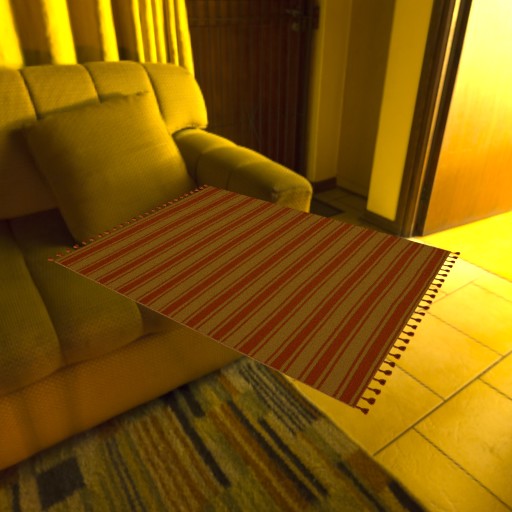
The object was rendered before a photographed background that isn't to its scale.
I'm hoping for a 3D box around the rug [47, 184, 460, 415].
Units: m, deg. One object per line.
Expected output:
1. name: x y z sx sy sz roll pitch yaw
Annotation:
1. rug: 0.000 0.000 4.443 3.369 0.035 2.451 19 35 29
